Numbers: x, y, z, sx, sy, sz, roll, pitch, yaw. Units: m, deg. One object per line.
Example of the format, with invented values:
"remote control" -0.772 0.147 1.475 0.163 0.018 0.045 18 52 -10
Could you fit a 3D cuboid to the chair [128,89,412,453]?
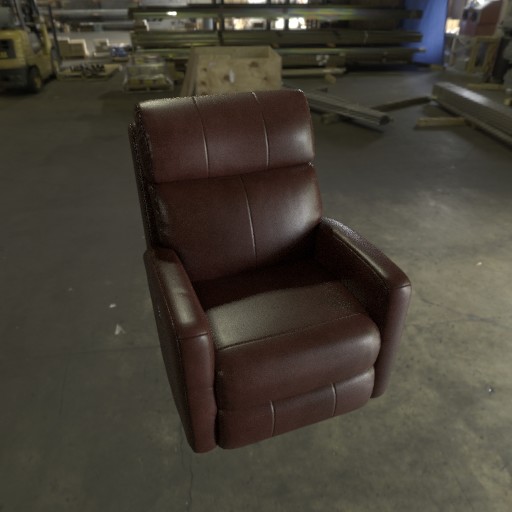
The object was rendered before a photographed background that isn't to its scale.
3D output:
"chair" 0.000 0.000 1.654 0.787 1.016 0.939 -11 33 -17
